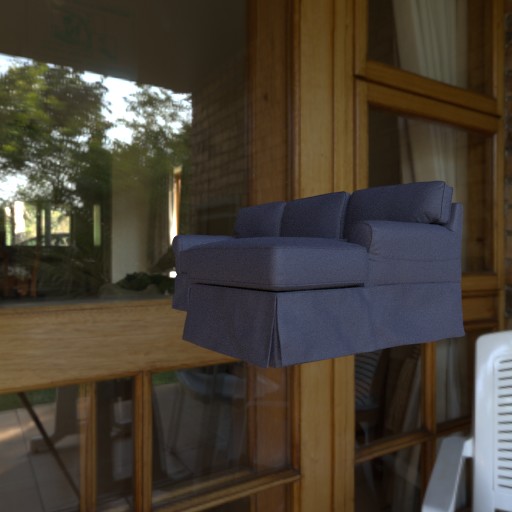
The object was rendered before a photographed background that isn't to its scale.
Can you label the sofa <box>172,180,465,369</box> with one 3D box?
[{"bbox_3d":[0.000,0.000,3.442,1.637,1.039,2.518,0,0,-36],"label":"sofa"}]
